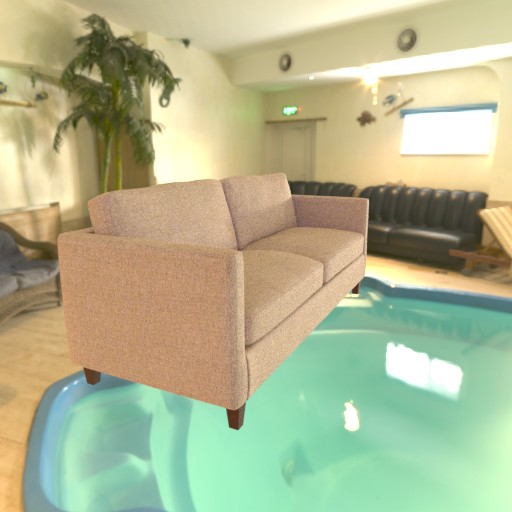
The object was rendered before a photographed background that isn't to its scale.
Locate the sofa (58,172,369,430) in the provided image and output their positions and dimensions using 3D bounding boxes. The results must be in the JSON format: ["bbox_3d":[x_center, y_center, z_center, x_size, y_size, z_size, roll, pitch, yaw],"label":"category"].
[{"bbox_3d":[0.000,0.000,2.792,0.951,0.965,2.208,7,15,26],"label":"sofa"}]
